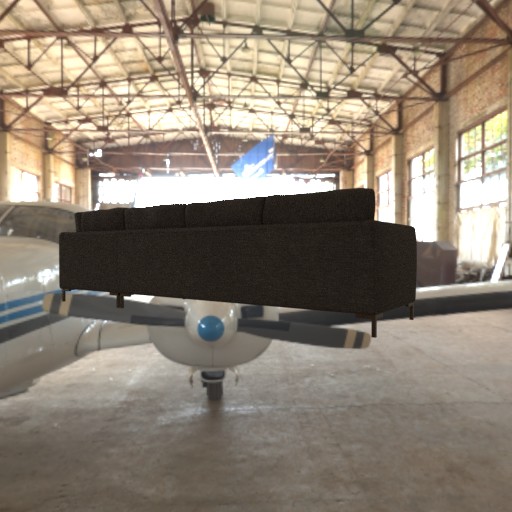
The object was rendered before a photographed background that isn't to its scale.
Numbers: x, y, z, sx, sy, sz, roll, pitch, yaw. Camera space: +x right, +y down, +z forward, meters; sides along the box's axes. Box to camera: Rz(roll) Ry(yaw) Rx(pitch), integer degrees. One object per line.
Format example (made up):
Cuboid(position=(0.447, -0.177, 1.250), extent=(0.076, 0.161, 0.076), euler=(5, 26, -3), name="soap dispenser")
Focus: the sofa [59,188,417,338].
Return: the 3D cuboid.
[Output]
Cuboid(position=(0.000, 0.000, 3.939), extent=(2.949, 0.815, 2.007), euler=(1, 1, 35), name="sofa")
